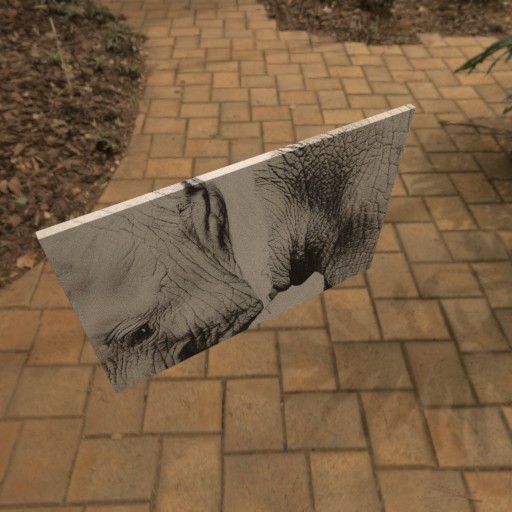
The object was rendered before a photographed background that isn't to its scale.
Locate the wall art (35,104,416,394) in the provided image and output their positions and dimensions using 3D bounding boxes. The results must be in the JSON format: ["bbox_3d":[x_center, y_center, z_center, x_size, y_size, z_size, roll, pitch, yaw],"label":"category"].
[{"bbox_3d":[0.000,0.000,1.174,0.914,0.607,0.023,-23,51,-20],"label":"wall art"}]
